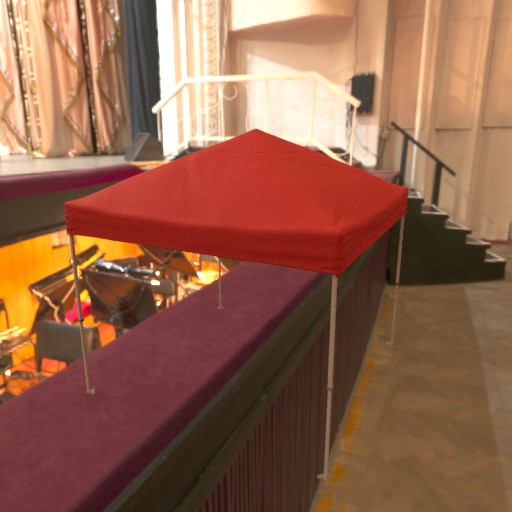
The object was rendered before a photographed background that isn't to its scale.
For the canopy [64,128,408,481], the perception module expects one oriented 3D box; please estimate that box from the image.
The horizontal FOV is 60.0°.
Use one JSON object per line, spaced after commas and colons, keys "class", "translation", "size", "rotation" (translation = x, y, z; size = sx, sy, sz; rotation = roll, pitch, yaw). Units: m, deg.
{"class": "canopy", "translation": [0.000, 0.000, 5.420], "size": [2.996, 2.997, 2.998], "rotation": [8, 18, 26]}
